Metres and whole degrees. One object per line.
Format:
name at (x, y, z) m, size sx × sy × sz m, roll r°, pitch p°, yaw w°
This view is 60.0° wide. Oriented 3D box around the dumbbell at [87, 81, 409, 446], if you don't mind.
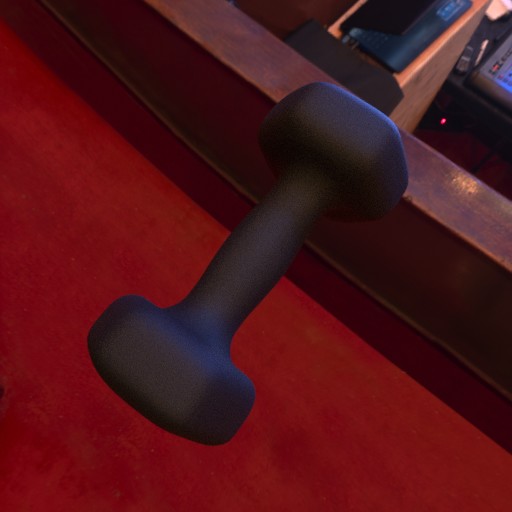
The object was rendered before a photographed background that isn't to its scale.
dumbbell at (0.000, 0.000, 0.290) m, size 0.112 × 0.101 × 0.231 m, roll 36°, pitch 77°, yaw 9°
